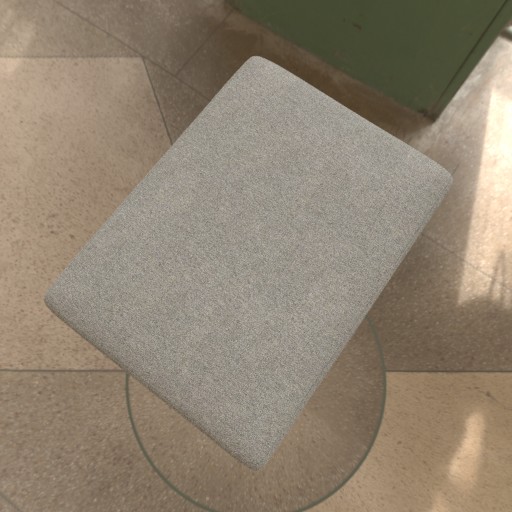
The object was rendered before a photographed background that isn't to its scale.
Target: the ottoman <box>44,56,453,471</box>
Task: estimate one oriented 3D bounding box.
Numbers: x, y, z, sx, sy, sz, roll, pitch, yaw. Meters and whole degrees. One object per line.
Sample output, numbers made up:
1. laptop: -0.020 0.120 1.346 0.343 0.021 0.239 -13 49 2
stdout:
1. ottoman: 0.000 0.000 1.182 0.611 0.441 0.821 35 78 9
